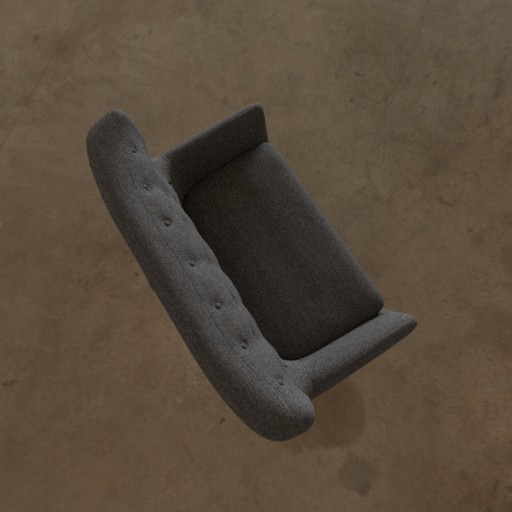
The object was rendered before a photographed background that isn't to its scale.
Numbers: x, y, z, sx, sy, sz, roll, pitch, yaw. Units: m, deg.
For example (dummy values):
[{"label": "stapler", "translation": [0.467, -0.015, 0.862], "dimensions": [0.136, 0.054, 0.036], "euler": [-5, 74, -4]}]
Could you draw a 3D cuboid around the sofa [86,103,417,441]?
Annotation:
[{"label": "sofa", "translation": [0.000, 0.000, 2.047], "dimensions": [0.874, 1.028, 1.358], "euler": [-32, 78, -8]}]
